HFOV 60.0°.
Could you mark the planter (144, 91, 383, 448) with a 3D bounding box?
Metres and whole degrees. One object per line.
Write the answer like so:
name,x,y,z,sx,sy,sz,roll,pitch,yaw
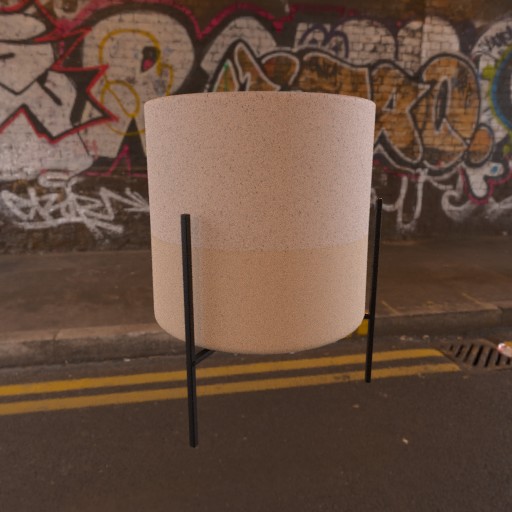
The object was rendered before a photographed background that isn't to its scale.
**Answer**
planter,0.000,0.000,0.649,0.313,0.423,0.335,7,15,27
